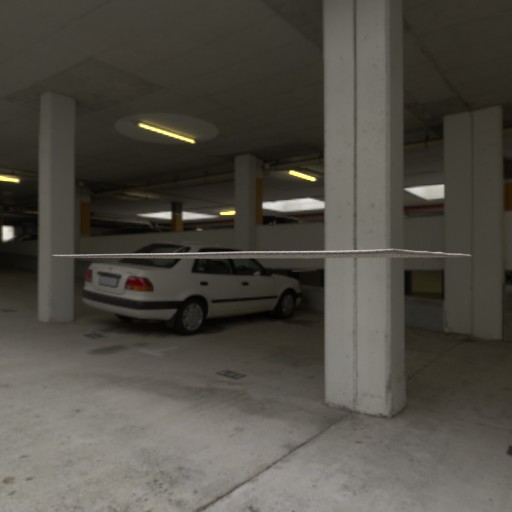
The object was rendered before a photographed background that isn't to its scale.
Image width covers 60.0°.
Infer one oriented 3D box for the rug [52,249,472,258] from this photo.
[{"bbox_3d":[0.000,0.000,3.066,2.459,0.023,1.575,-1,-1,36],"label":"rug"}]
